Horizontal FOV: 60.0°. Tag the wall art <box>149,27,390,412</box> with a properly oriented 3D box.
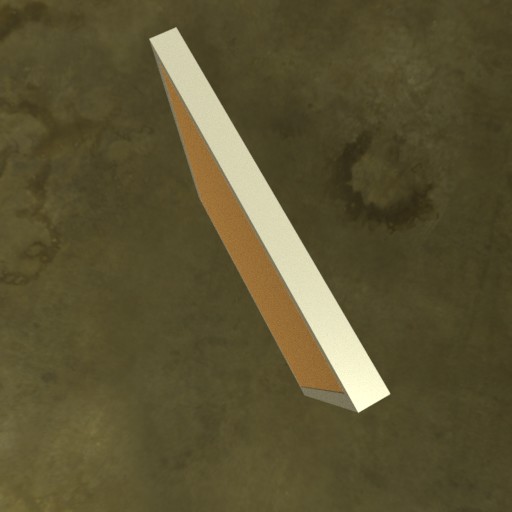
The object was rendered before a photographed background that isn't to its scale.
[{"bbox_3d":[0.000,0.000,0.747,0.038,0.506,0.506,-27,76,-7],"label":"wall art"}]
